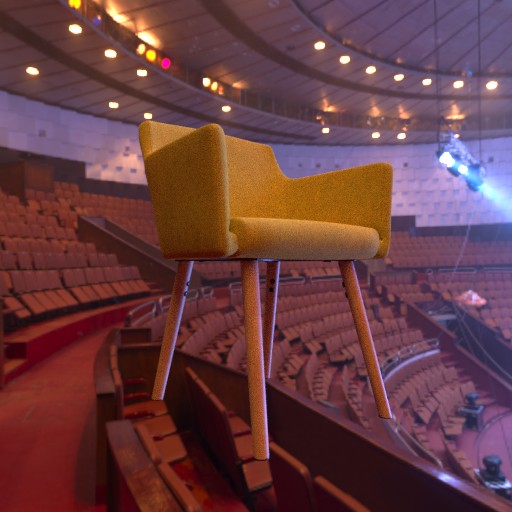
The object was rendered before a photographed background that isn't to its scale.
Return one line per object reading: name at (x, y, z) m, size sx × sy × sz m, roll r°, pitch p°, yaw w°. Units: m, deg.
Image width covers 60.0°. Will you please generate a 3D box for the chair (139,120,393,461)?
chair at (0.000, 0.000, 1.179) m, size 0.570 × 0.780 × 0.570 m, roll 1°, pitch -1°, yaw -37°
